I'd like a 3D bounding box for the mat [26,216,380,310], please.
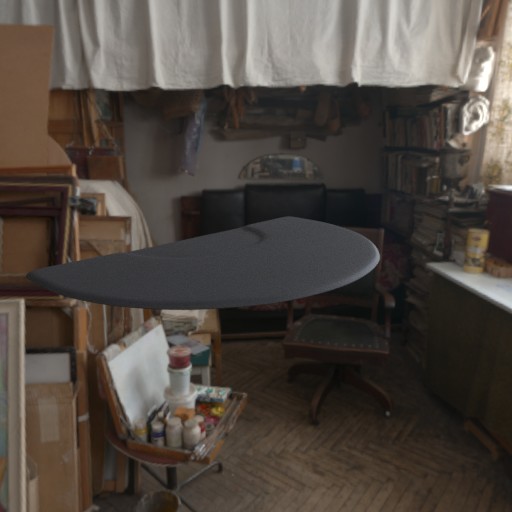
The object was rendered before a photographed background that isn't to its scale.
[{"bbox_3d":[0.000,0.000,1.844,0.917,0.022,1.525,15,21,42],"label":"mat"}]
